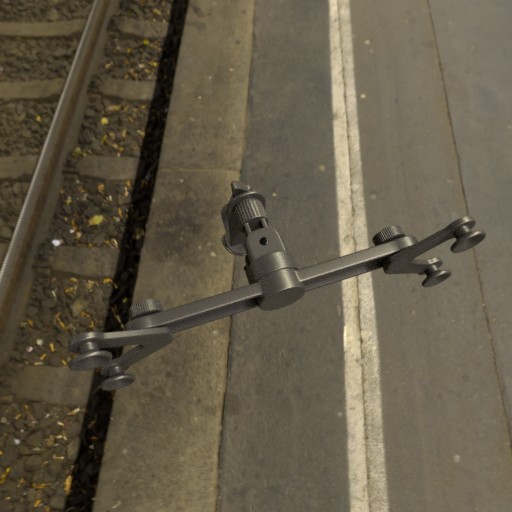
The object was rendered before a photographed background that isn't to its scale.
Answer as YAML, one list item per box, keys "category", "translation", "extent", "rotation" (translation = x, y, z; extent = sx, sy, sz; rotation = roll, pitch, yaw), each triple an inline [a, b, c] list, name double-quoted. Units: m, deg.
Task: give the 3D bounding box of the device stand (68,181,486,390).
- category: "device stand"
  translation: [0.000, 0.000, 0.366]
  extent: [0.270, 0.166, 0.142]
  rotation: [-17, 64, -8]
